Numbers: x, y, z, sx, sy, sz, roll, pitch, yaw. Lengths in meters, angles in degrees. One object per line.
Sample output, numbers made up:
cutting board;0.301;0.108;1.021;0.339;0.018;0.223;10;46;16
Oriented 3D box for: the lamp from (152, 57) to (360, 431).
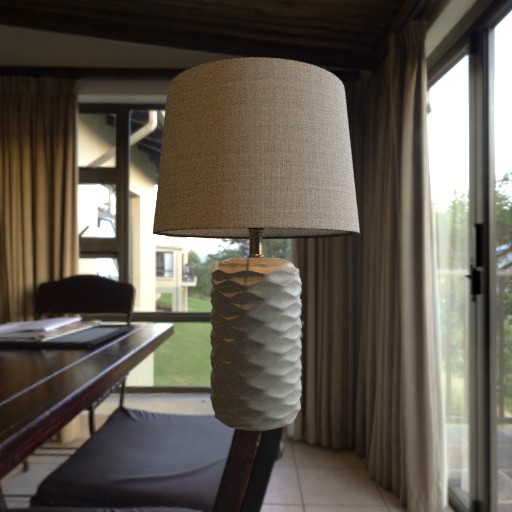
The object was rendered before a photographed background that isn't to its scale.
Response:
lamp;0.000;0.000;0.824;0.376;0.594;0.376;0;0;0
